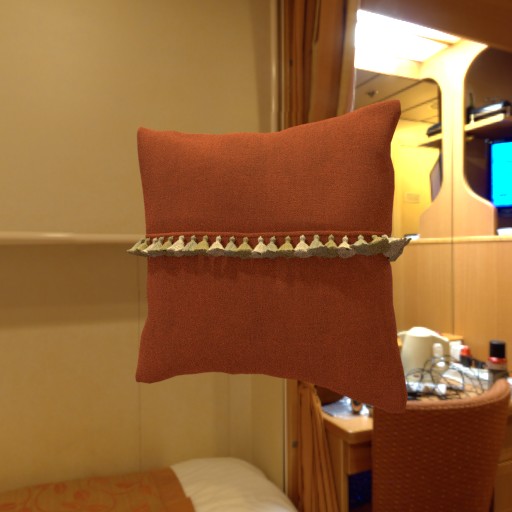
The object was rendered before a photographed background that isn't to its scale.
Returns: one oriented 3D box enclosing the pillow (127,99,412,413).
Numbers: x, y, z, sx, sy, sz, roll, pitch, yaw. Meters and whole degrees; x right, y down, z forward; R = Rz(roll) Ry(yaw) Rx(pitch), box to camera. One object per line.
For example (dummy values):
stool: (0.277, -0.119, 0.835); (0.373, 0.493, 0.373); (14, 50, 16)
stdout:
pillow: (0.000, 0.000, 0.738); (0.490, 0.482, 0.165); (0, 0, 19)
